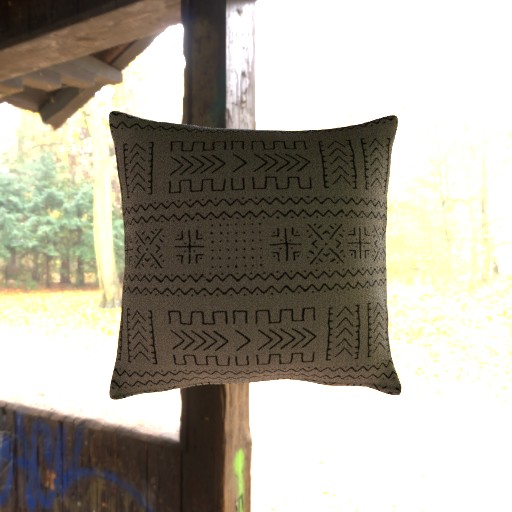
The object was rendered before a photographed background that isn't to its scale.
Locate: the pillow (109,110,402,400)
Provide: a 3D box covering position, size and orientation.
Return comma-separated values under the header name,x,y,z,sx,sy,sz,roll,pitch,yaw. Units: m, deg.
name,x,y,z,sx,sy,sz,roll,pitch,yaw
pillow,0.000,0.000,0.661,0.438,0.430,0.164,0,0,-1
